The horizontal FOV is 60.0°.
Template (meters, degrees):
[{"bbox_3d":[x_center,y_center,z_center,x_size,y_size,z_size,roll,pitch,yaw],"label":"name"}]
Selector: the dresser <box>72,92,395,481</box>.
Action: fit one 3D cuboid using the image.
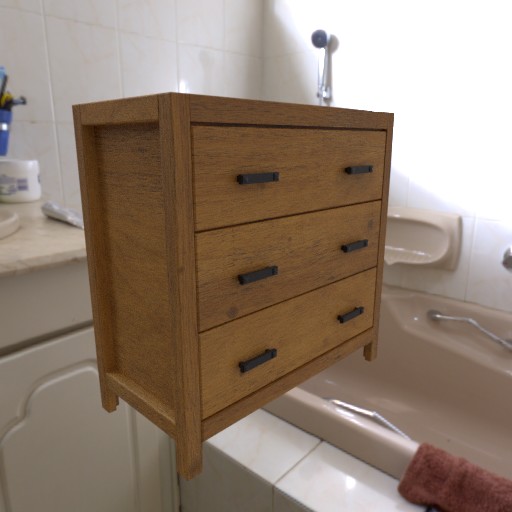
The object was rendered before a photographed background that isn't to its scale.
[{"bbox_3d":[0.000,0.000,1.272,0.427,0.804,0.804,14,20,43],"label":"dresser"}]
